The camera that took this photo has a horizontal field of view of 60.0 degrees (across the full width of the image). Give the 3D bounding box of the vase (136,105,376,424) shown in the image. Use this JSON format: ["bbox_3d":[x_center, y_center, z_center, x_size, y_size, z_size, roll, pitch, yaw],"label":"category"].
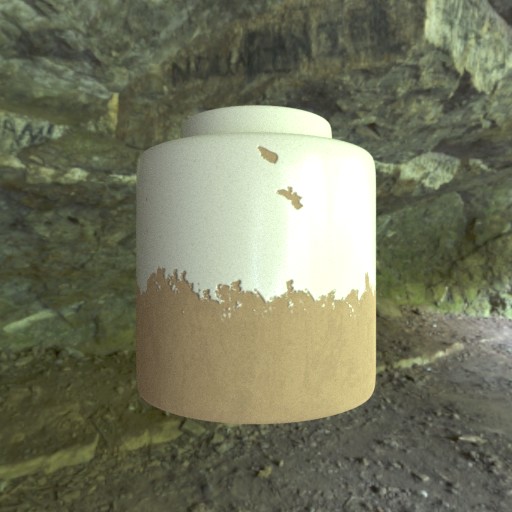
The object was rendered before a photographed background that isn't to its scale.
[{"bbox_3d":[0.000,0.000,0.293,0.153,0.167,0.153,0,0,0],"label":"vase"}]
